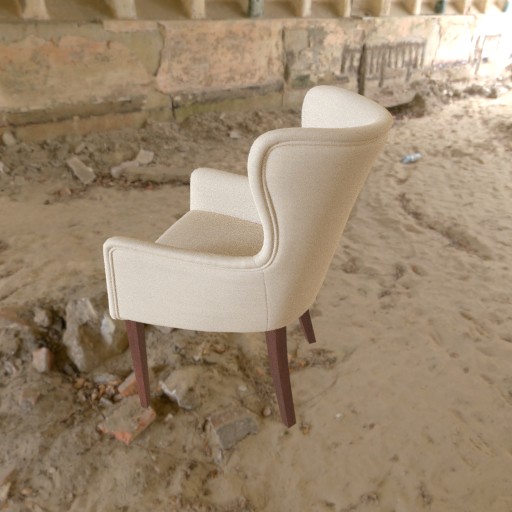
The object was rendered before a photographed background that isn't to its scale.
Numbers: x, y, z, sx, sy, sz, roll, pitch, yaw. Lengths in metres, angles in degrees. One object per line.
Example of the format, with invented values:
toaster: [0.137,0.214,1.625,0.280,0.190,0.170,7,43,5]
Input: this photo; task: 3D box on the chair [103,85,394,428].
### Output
chair: [0.000,0.000,1.465,0.744,0.990,0.696,8,30,14]
